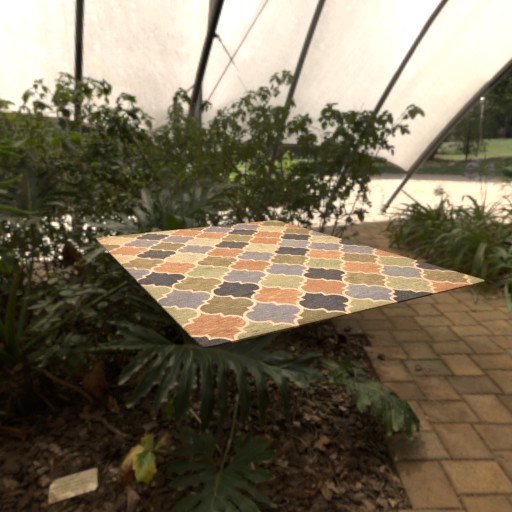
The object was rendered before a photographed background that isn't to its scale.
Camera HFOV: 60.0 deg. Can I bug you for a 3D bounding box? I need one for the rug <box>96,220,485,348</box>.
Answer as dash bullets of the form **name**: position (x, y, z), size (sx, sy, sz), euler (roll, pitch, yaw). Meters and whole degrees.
- **rug**: position (0.000, 0.000, 4.322), size (2.439, 0.013, 3.200), euler (-8, 17, -28)
